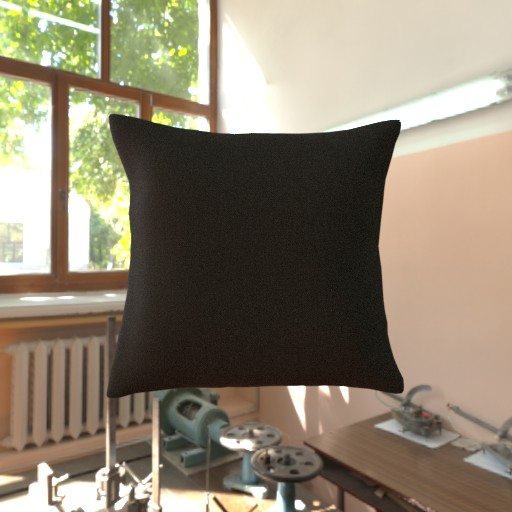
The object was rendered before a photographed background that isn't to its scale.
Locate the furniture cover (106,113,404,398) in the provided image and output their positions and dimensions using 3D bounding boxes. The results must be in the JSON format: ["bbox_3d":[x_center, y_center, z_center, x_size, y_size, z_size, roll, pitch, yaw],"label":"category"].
[{"bbox_3d":[0.000,0.000,0.783,0.525,0.498,0.180,0,-1,-1],"label":"furniture cover"}]
